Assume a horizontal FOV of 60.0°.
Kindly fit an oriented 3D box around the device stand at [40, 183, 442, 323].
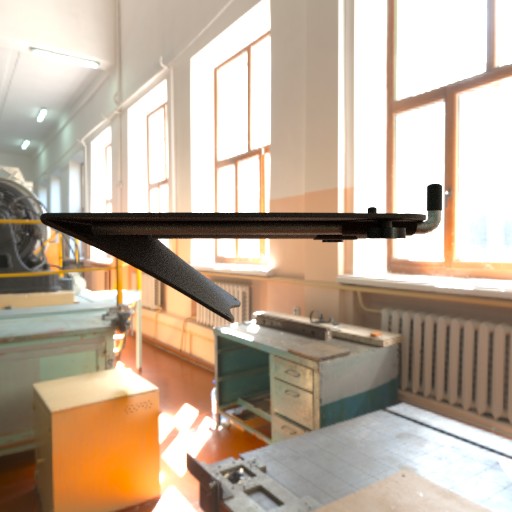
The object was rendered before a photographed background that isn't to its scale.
[{"bbox_3d":[0.000,0.000,0.352,0.230,0.092,0.230,0,1,1],"label":"device stand"}]
